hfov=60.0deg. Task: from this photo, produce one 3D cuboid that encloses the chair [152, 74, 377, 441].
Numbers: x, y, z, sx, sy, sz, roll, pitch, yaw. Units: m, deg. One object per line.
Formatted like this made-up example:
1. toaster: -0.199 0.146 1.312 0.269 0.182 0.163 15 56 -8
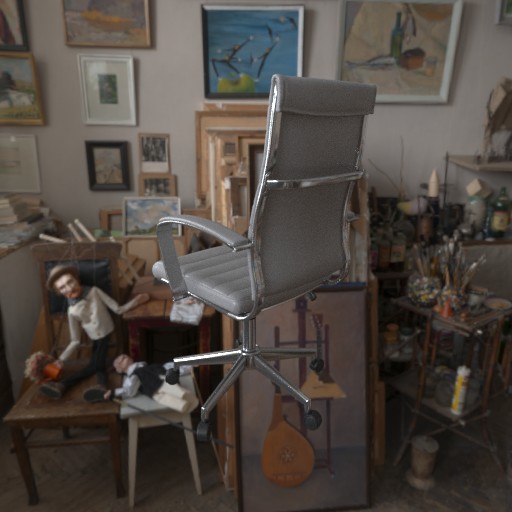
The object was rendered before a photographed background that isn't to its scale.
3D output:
1. chair: 0.000 0.000 1.594 0.679 1.149 0.667 -16 23 -42
